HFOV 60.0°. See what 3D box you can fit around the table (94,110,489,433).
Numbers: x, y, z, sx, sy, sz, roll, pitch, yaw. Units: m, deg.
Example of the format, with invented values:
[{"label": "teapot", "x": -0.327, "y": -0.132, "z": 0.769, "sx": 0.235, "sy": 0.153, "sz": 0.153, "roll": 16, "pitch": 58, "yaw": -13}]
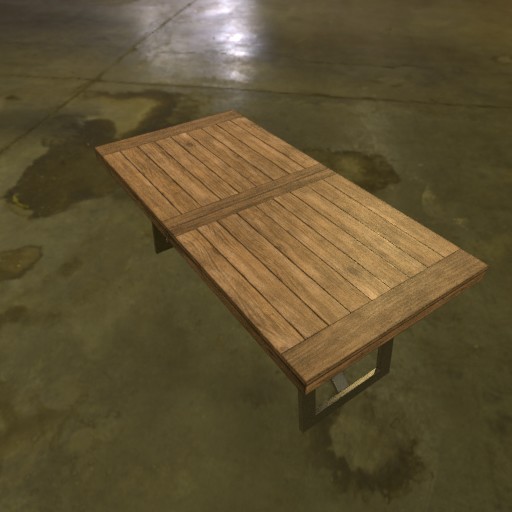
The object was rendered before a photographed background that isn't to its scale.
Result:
[{"label": "table", "x": 0.000, "y": 0.000, "z": 2.367, "sx": 0.931, "sy": 0.757, "sz": 1.867, "roll": -24, "pitch": 46, "yaw": -26}]
